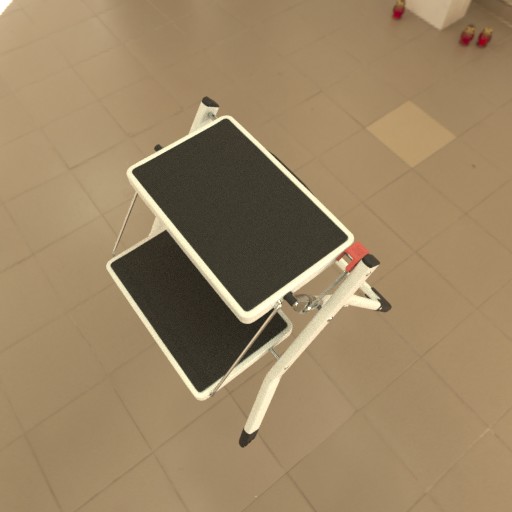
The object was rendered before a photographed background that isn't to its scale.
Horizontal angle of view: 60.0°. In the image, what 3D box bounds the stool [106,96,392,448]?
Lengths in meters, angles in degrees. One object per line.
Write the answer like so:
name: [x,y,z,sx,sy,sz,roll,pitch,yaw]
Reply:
stool: [0.000,0.000,0.865,0.490,0.445,0.485,-34,67,-17]
